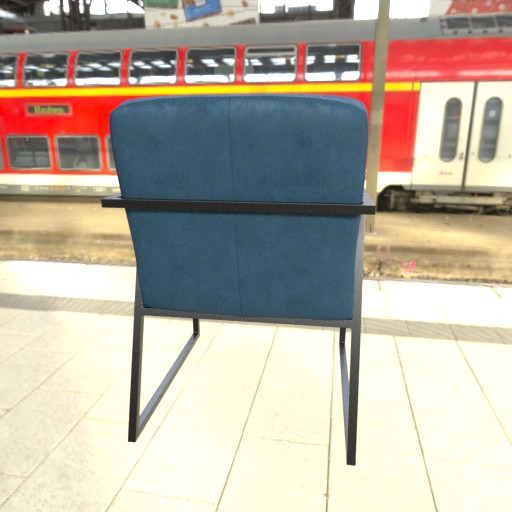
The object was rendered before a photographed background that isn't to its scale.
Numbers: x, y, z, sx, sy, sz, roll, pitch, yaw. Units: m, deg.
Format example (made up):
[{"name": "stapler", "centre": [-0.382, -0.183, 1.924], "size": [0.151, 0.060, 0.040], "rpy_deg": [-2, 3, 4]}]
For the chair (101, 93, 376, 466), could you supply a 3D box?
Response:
[{"name": "chair", "centre": [0.000, 0.000, 1.266], "size": [0.571, 0.833, 0.677], "rpy_deg": [2, 16, 8]}]
